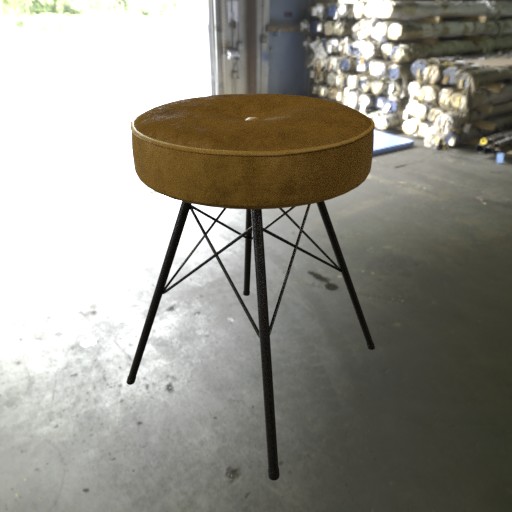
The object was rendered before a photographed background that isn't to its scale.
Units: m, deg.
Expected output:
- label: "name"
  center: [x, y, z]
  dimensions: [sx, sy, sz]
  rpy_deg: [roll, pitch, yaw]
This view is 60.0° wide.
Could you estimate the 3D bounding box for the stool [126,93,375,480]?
- label: "stool"
  center: [0.000, 0.000, 0.925]
  dimensions: [0.438, 0.595, 0.472]
  rpy_deg: [21, 36, 33]
